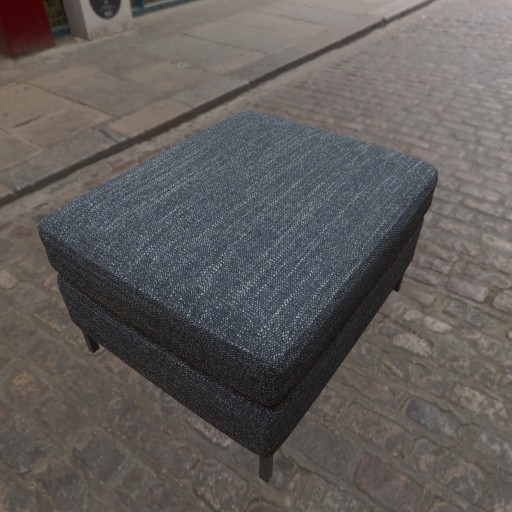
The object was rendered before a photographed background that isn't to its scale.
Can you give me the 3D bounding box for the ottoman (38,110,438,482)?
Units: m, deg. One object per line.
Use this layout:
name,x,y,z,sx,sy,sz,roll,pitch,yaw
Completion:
ottoman,0.000,0.000,1.199,0.667,0.491,0.814,25,46,27
